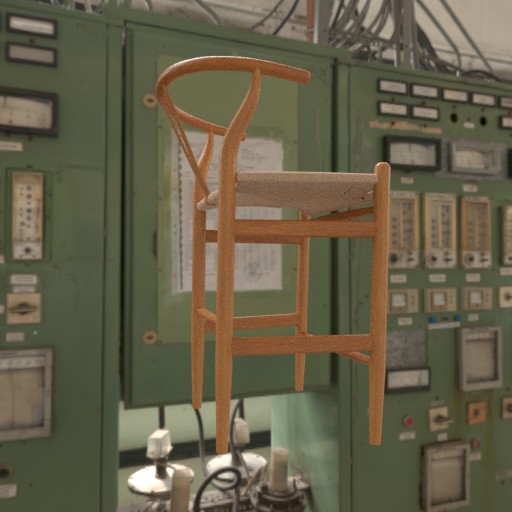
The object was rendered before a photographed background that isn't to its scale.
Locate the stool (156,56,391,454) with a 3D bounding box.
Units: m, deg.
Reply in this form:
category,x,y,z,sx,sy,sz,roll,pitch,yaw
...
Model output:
category,x,y,z,sx,sy,sz,roll,pitch,yaw
stool,0.000,0.000,1.308,0.579,0.970,0.569,0,-1,-18
